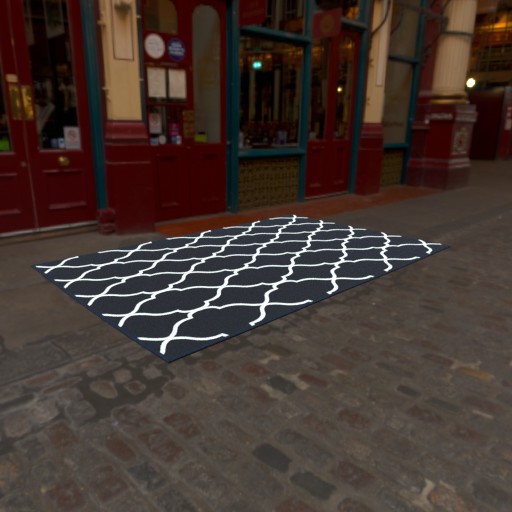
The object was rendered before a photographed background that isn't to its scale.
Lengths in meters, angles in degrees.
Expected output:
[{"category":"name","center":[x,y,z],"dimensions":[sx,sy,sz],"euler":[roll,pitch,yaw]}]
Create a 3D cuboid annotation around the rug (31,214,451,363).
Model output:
[{"category":"rug","center":[0.000,0.000,2.857],"dimensions":[2.294,0.014,1.528],"euler":[-15,22,-41]}]
